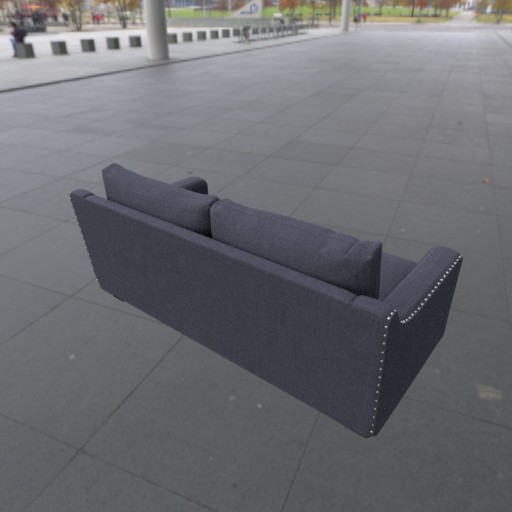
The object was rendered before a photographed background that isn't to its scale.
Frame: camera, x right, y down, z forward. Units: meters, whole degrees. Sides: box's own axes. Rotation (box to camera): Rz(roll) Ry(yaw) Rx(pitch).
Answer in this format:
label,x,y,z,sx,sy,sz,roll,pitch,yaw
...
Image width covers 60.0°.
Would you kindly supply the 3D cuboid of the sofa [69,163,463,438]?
label,x,y,z,sx,sy,sz,roll,pitch,yaw
sofa,0.000,0.000,3.285,2.550,1.196,1.336,21,35,33
